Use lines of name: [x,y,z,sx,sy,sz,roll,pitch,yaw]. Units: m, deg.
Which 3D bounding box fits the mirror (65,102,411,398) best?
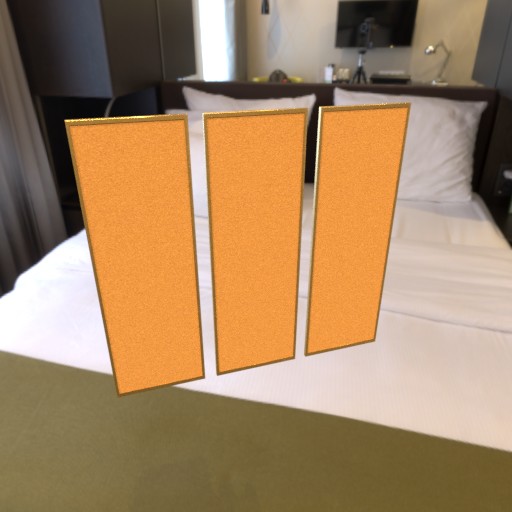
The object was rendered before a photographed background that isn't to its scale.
mirror: [0.000,0.000,1.464,1.011,0.926,0.023,-8,28,-16]
